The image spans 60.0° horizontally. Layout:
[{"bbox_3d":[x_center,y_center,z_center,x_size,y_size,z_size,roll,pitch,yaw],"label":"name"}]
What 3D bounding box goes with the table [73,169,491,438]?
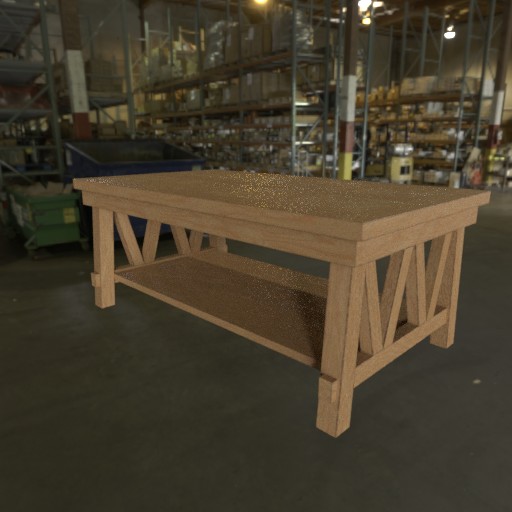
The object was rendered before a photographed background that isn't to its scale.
[{"bbox_3d":[0.000,0.000,1.577,1.270,0.507,0.711,14,21,43],"label":"table"}]
